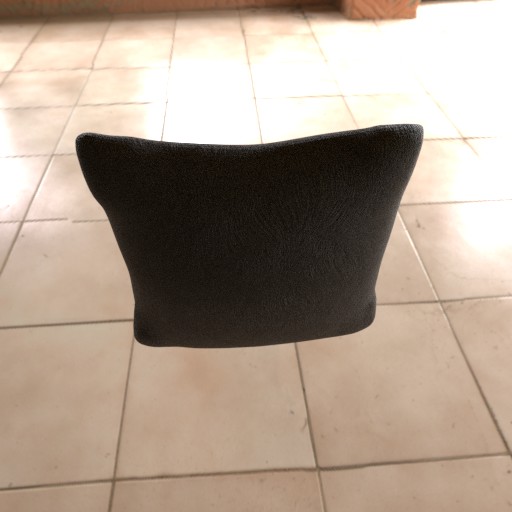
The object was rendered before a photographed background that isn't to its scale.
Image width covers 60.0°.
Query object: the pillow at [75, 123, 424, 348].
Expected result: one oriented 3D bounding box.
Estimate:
[{"bbox_3d":[0.000,0.000,0.823,0.533,0.523,0.210,-4,45,-4],"label":"pillow"}]
